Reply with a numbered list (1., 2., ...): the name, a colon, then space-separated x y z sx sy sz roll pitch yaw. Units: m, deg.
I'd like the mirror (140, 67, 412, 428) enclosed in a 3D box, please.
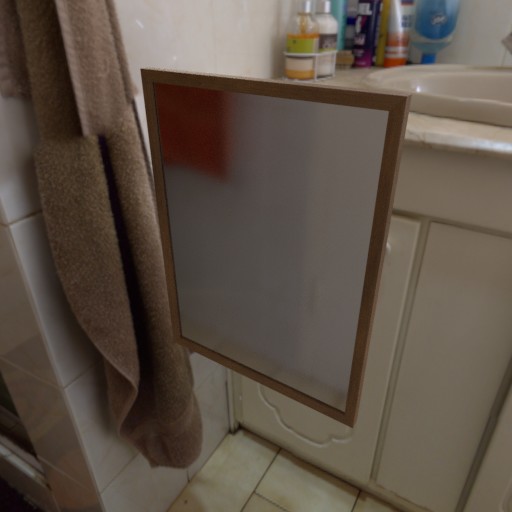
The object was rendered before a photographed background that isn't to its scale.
1. mirror: 0.000 0.000 1.355 0.762 1.016 0.040 18 35 28
